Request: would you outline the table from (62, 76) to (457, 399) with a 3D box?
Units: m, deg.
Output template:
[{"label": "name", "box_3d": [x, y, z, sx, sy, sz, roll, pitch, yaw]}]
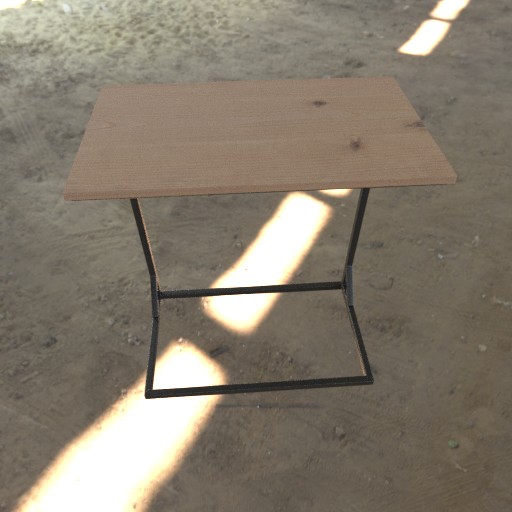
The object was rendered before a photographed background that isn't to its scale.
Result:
[{"label": "table", "box_3d": [0.000, 0.000, 1.030, 0.597, 0.673, 0.351, -3, 46, -3]}]
